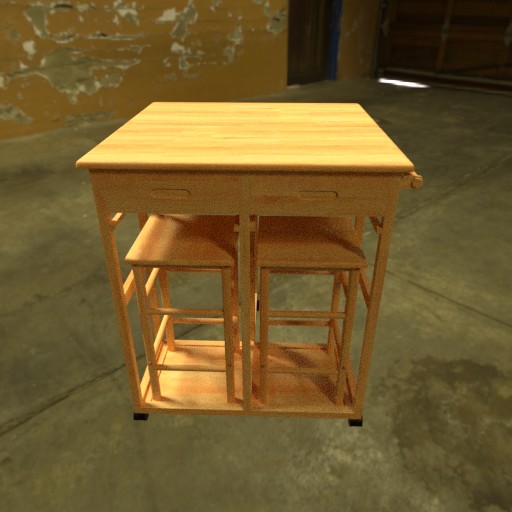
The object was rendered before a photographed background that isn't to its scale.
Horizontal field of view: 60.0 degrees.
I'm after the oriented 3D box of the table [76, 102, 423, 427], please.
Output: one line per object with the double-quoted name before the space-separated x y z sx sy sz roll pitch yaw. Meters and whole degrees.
"table" 0.000 0.000 1.436 0.752 0.832 0.693 1 29 2
